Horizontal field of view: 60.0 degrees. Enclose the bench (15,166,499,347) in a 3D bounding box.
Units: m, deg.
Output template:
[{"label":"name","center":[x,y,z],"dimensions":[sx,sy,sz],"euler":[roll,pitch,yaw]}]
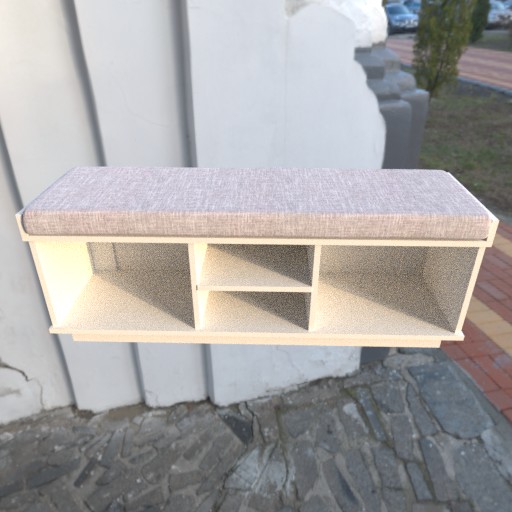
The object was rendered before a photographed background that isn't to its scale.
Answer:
[{"label":"bench","center":[0.000,0.000,1.344],"dimensions":[1.196,0.453,0.363],"euler":[1,30,1]}]
